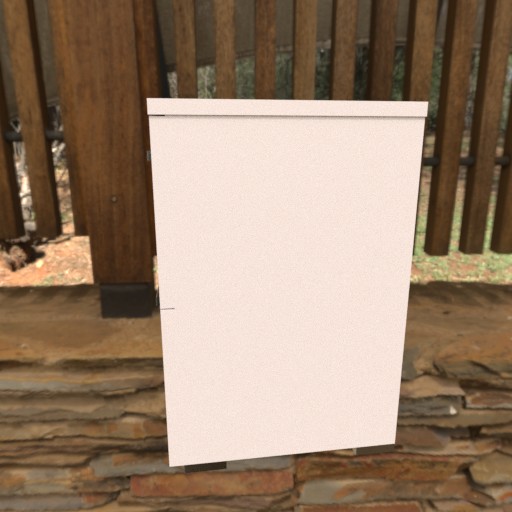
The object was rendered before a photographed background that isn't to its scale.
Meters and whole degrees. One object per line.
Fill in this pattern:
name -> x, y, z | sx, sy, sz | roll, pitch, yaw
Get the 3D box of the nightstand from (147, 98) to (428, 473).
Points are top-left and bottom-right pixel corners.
nightstand -> 0.000, 0.000, 0.744 | 0.325, 0.460, 0.441 | -2, 15, -8
